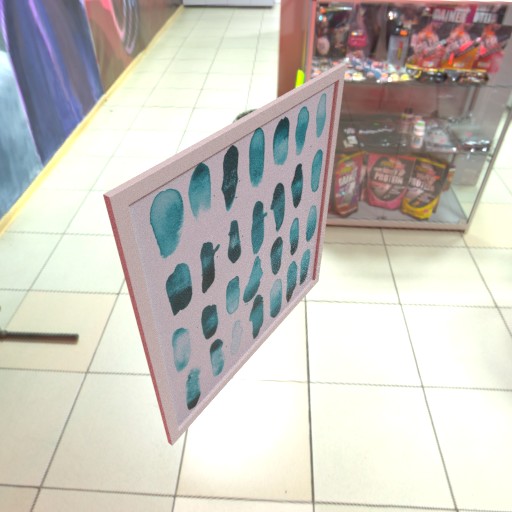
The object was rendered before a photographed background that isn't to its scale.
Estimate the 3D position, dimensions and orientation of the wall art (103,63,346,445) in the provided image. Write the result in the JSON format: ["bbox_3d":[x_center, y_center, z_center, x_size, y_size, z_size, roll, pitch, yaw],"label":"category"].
[{"bbox_3d":[0.000,0.000,0.684,0.009,0.457,0.456,25,47,26],"label":"wall art"}]
